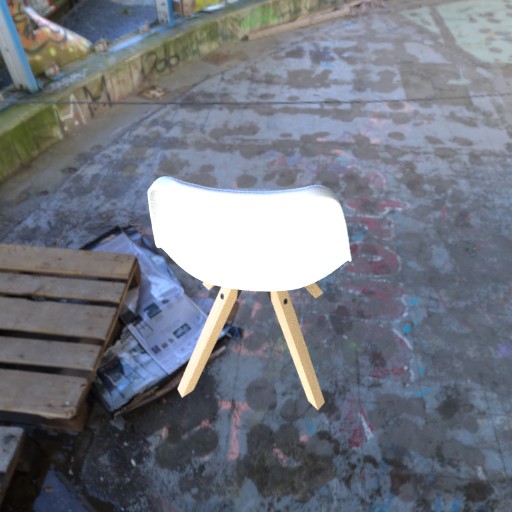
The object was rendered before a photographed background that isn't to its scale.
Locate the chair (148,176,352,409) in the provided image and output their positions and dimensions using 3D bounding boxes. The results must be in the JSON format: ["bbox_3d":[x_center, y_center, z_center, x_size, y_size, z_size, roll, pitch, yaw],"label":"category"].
[{"bbox_3d":[0.000,0.000,1.193,0.485,0.850,0.550,4,46,4],"label":"chair"}]
